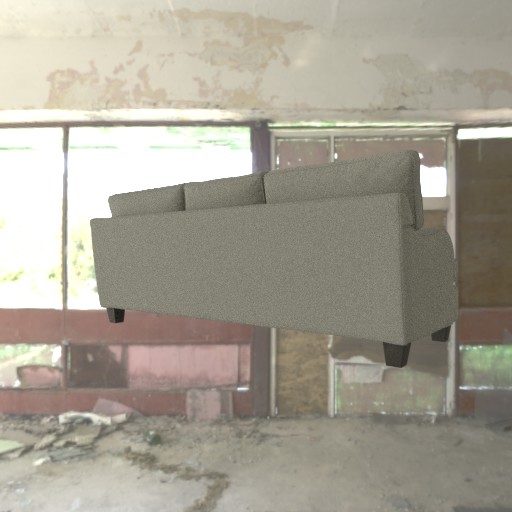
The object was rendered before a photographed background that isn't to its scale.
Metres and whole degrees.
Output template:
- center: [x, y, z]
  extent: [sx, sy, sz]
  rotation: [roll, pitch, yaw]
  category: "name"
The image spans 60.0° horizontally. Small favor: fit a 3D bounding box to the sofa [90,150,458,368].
- center: [0.000, 0.000, 2.938]
  extent: [2.323, 0.997, 1.016]
  rotation: [0, 0, 37]
  category: "sofa"
